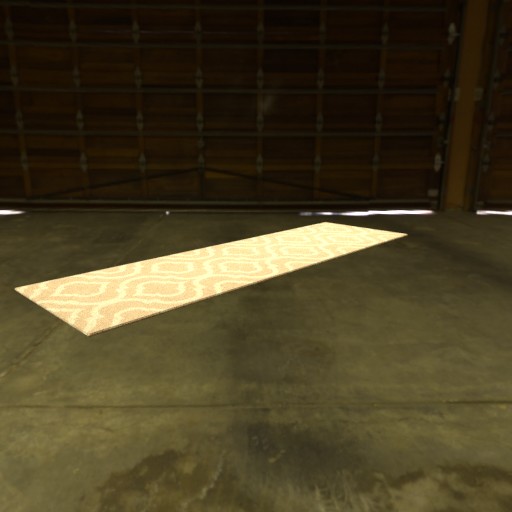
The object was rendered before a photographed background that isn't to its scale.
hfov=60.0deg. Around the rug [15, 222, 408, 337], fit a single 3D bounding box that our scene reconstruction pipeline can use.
[{"bbox_3d":[0.000,0.000,2.479,0.691,0.013,2.289,13,20,42],"label":"rug"}]
